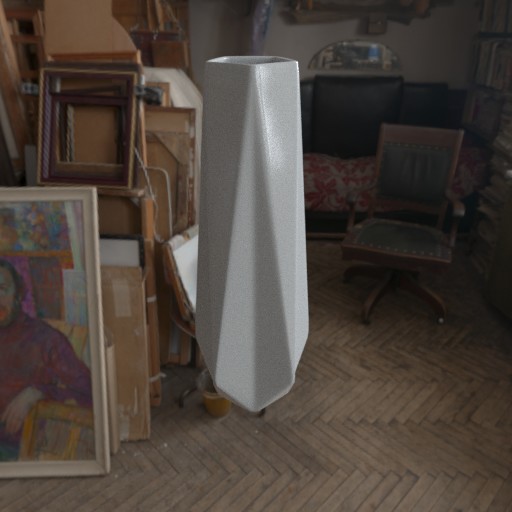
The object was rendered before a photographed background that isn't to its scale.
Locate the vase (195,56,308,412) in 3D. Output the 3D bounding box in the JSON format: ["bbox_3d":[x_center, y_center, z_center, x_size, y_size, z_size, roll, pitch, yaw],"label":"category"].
[{"bbox_3d":[0.000,0.000,0.406,0.122,0.329,0.116,-21,35,-33],"label":"vase"}]
